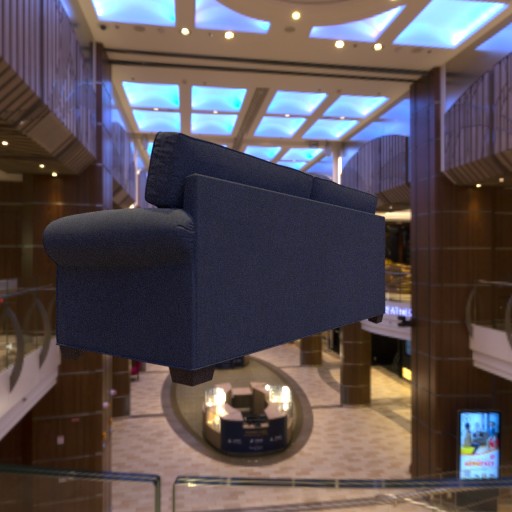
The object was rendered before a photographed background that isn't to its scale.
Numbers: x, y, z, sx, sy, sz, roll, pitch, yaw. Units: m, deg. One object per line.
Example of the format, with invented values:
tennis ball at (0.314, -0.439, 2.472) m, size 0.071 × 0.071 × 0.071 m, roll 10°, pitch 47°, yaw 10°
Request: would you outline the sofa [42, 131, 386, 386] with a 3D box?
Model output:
sofa at (0.000, 0.000, 2.848) m, size 0.954 × 1.026 × 2.391 m, roll 0°, pitch 0°, yaw 35°
